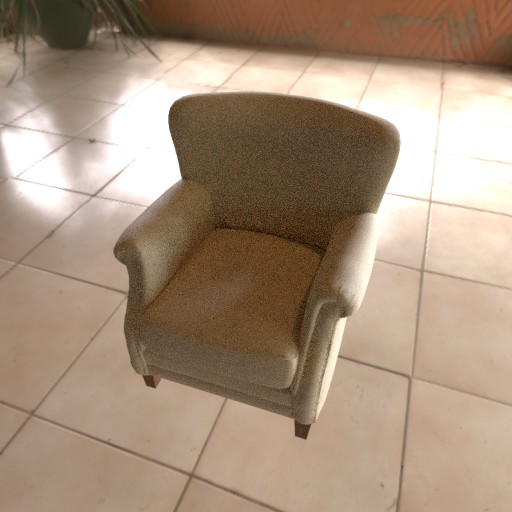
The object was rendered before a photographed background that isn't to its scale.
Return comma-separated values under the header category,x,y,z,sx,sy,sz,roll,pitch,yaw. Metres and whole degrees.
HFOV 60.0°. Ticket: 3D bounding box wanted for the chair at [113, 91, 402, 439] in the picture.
category,x,y,z,sx,sy,sz,roll,pitch,yaw
chair,0.000,0.000,1.674,0.861,0.936,0.921,13,42,14
